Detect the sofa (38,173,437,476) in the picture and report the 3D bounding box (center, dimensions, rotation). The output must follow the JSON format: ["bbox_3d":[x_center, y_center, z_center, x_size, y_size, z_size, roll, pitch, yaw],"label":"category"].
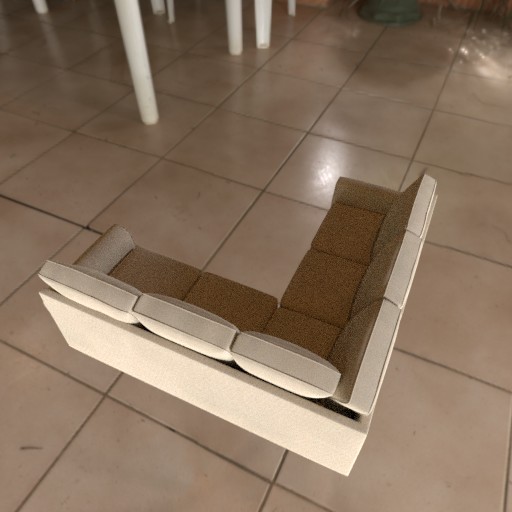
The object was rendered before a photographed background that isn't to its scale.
[{"bbox_3d":[0.000,0.000,3.865,2.569,1.054,2.487,19,50,17],"label":"sofa"}]
